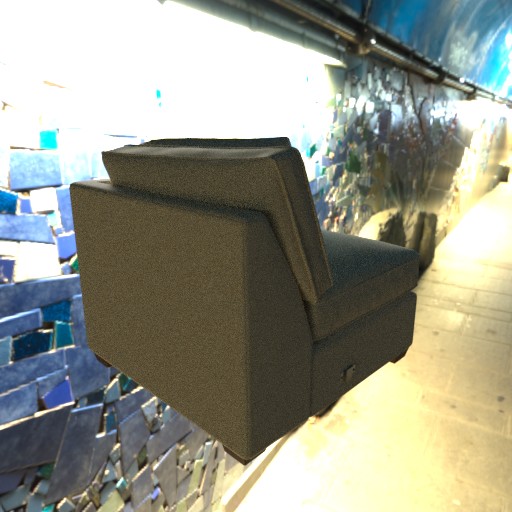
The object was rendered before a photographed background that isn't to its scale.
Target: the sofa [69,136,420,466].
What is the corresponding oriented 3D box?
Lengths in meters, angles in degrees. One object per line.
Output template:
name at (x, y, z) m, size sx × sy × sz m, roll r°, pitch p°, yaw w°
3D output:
sofa at (0.000, 0.000, 1.952) m, size 1.084 × 1.002 × 1.146 m, roll 15°, pitch 22°, yaw 43°
